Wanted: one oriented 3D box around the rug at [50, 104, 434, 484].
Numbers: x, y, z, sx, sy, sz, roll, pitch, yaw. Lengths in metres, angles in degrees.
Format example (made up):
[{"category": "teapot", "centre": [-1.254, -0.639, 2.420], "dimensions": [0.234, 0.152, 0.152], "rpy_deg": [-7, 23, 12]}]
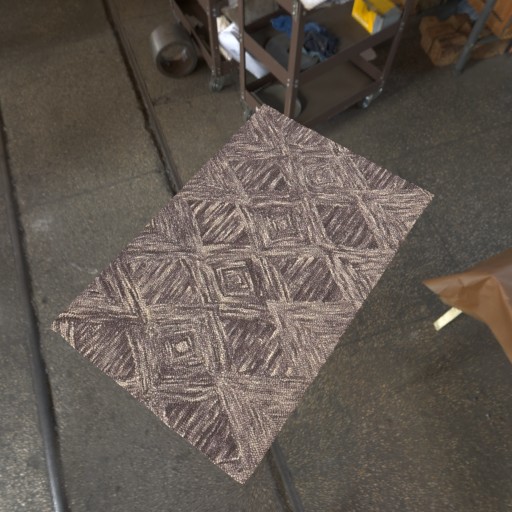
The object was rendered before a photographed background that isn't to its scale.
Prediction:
[{"category": "rug", "centre": [0.000, 0.000, 2.333], "dimensions": [1.186, 0.012, 1.814], "rpy_deg": [33, 68, 15]}]
